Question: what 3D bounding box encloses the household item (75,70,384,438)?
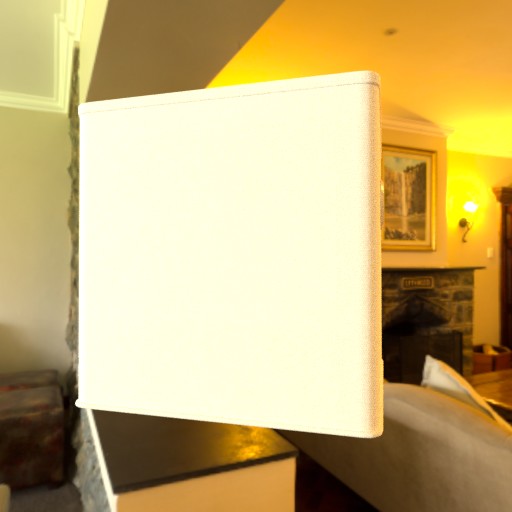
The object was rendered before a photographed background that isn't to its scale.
[{"bbox_3d":[0.000,0.000,0.550,0.305,0.305,0.305,0,-1,16],"label":"household item"}]
